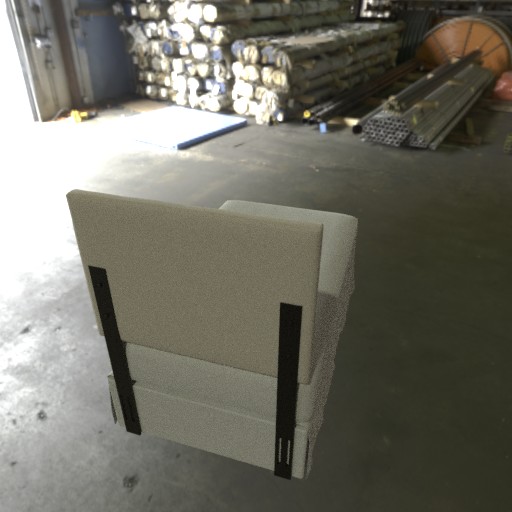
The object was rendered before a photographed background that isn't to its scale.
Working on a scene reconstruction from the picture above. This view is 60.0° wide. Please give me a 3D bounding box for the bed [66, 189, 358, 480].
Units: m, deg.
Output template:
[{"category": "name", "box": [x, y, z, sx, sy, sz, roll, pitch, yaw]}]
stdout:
[{"category": "bed", "box": [0.000, 0.000, 2.985, 1.261, 1.571, 1.997, 9, 32, 15]}]
